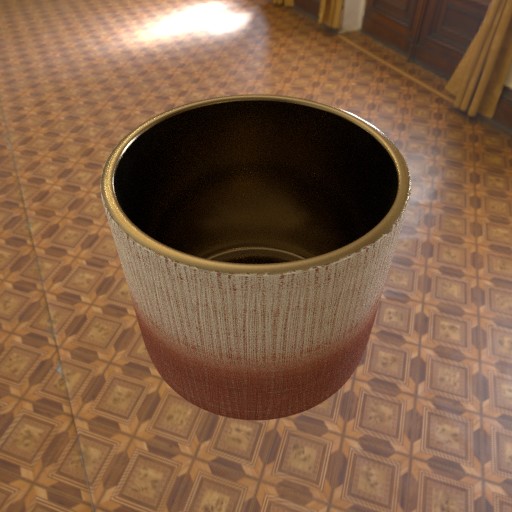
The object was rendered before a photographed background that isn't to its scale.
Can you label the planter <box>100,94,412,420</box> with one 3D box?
[{"bbox_3d":[0.000,0.000,0.442,0.254,0.221,0.254,0,46,0],"label":"planter"}]
